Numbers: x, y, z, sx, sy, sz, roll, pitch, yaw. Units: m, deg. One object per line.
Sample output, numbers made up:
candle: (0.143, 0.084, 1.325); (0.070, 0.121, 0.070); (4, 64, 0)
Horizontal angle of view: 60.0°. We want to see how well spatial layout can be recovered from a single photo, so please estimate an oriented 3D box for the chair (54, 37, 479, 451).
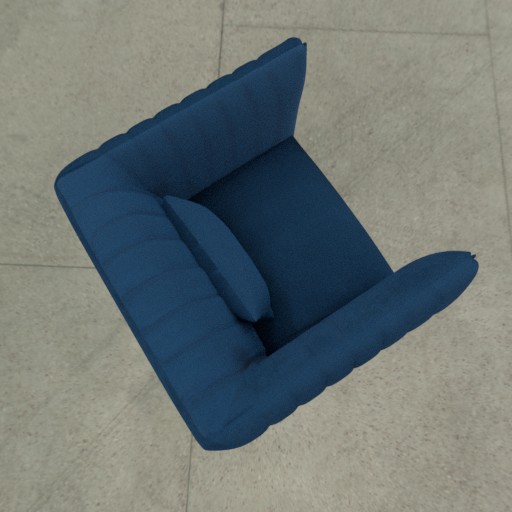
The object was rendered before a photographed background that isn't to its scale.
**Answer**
chair: (0.000, 0.000, 1.541); (0.877, 0.793, 0.947); (-32, 78, -8)
